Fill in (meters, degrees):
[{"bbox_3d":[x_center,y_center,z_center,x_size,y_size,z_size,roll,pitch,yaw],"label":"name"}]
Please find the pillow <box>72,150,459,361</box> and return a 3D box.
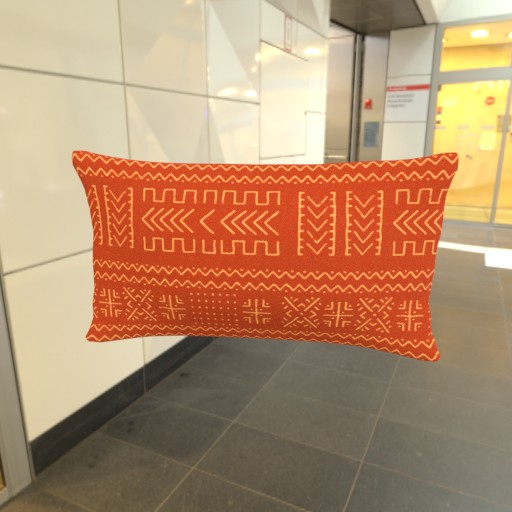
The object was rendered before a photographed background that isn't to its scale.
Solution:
[{"bbox_3d":[0.000,0.000,0.765,0.640,0.352,0.130,2,15,6],"label":"pillow"}]
